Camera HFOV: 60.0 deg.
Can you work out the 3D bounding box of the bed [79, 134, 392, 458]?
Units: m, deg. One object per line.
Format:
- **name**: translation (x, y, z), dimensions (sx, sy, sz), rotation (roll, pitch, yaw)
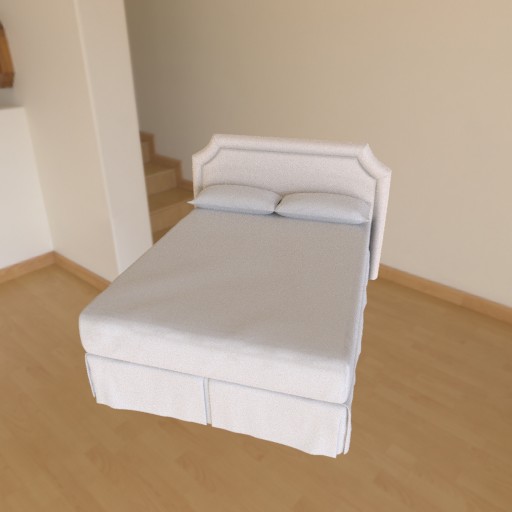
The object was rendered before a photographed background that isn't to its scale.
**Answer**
- **bed**: translation (0.000, 0.000, 3.292), dimensions (1.828, 1.297, 2.164), rotation (7, 28, 14)
